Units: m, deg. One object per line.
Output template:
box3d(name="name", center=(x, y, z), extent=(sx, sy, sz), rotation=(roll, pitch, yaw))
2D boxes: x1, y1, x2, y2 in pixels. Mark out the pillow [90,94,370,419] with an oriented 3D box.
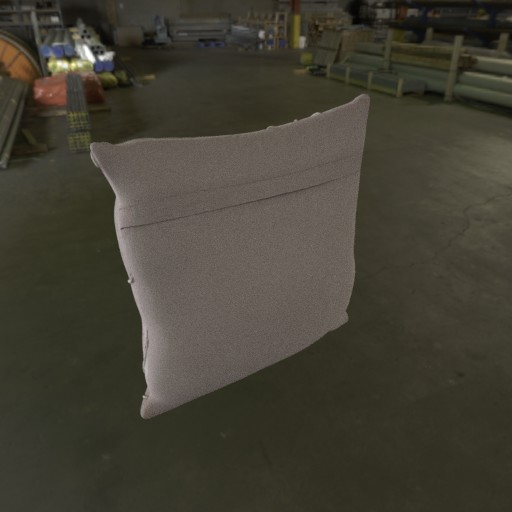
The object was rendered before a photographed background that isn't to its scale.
box3d(name="pillow", center=(0.000, 0.000, 0.689), extent=(0.439, 0.440, 0.185), rotation=(-19, 35, -30))
